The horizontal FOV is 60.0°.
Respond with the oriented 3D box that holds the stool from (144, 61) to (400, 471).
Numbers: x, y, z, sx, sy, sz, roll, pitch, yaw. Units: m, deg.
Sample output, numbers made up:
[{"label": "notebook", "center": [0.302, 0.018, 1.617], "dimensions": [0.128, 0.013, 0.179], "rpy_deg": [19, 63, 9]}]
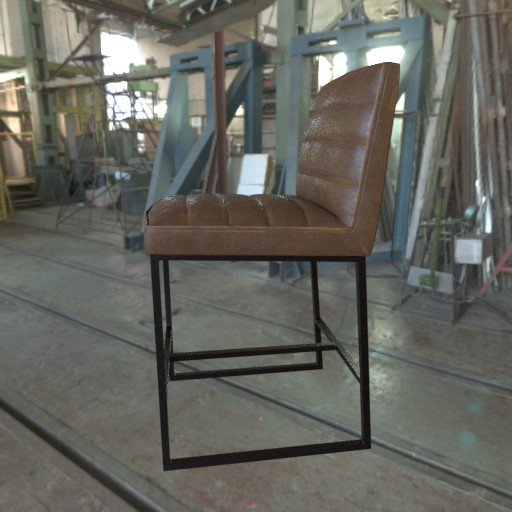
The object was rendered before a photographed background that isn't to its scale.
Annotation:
[{"label": "stool", "center": [0.000, 0.000, 1.199], "dimensions": [0.562, 0.942, 0.463], "rpy_deg": [-2, 15, -8]}]
